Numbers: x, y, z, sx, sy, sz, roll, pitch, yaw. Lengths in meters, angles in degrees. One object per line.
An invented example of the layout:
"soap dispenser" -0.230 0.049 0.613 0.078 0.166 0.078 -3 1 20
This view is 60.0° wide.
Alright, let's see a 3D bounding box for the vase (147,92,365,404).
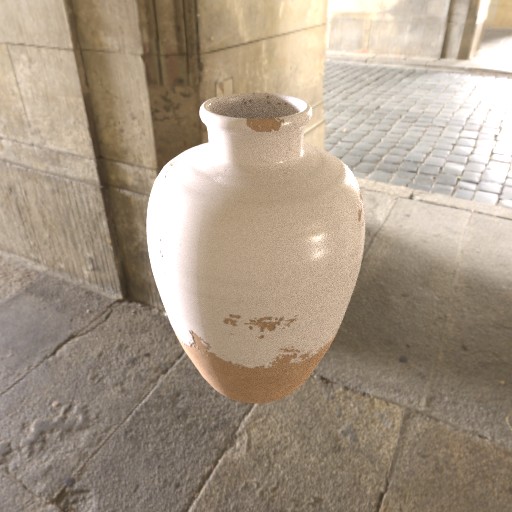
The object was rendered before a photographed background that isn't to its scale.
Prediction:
"vase" 0.000 0.000 0.342 0.158 0.228 0.158 0 33 0
